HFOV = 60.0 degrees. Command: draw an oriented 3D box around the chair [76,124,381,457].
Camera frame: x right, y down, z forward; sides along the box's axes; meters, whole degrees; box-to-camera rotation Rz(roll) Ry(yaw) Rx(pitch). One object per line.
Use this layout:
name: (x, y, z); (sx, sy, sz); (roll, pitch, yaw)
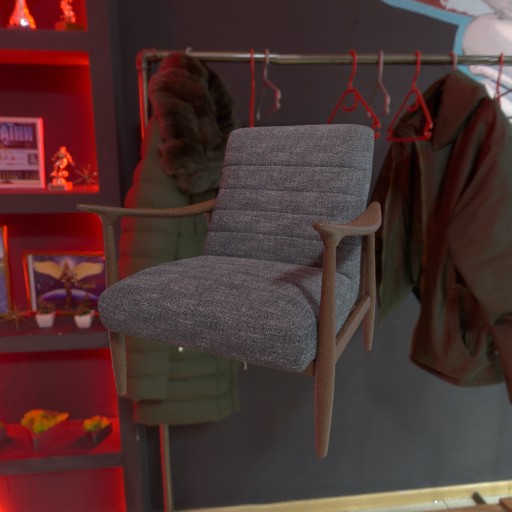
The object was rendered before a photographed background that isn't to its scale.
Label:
chair: (0.000, 0.000, 1.421); (0.741, 0.832, 0.798); (7, 15, 25)
